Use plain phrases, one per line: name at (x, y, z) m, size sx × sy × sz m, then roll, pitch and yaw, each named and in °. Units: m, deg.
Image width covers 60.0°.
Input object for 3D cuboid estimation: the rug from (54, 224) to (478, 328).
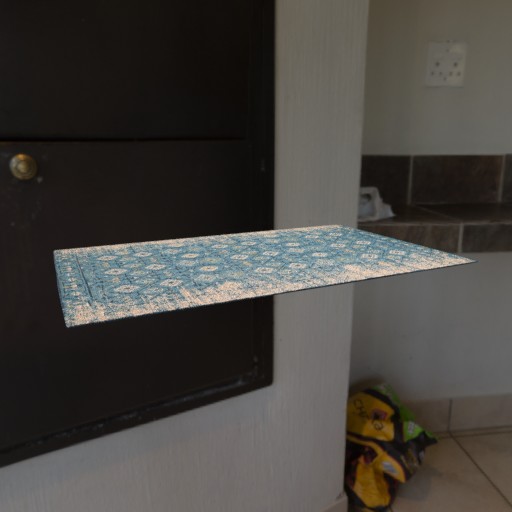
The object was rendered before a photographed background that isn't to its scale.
rug at (0.000, 0.000, 2.176) m, size 1.795 × 0.008 × 1.102 m, roll -7°, pitch 15°, yaw -25°
